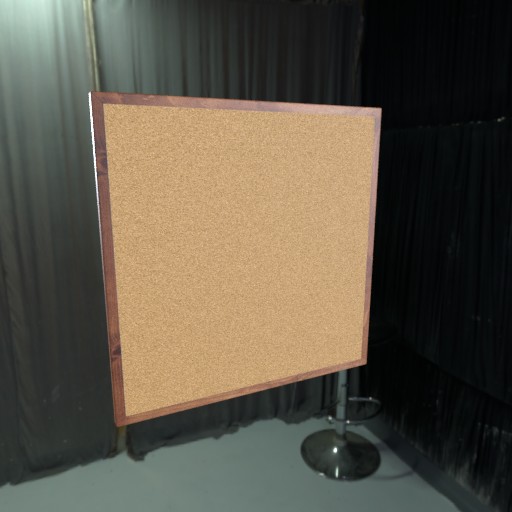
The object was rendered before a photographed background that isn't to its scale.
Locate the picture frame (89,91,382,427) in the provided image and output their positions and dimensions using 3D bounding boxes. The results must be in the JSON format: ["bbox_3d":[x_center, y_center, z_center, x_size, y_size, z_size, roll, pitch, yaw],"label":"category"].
[{"bbox_3d":[0.000,0.000,1.232,0.810,0.817,0.029,-6,14,-25],"label":"picture frame"}]
